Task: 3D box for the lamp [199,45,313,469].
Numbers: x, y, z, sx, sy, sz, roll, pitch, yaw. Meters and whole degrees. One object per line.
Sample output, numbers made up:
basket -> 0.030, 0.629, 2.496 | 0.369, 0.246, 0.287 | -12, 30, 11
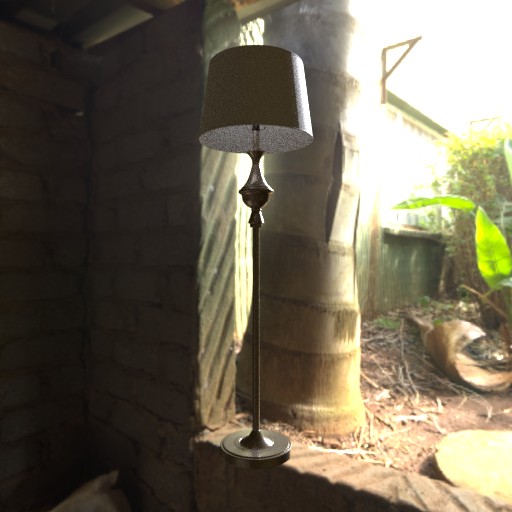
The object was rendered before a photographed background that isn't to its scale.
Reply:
lamp -> 0.000, 0.000, 1.681 | 0.431, 1.488, 0.431 | 0, 0, 0
